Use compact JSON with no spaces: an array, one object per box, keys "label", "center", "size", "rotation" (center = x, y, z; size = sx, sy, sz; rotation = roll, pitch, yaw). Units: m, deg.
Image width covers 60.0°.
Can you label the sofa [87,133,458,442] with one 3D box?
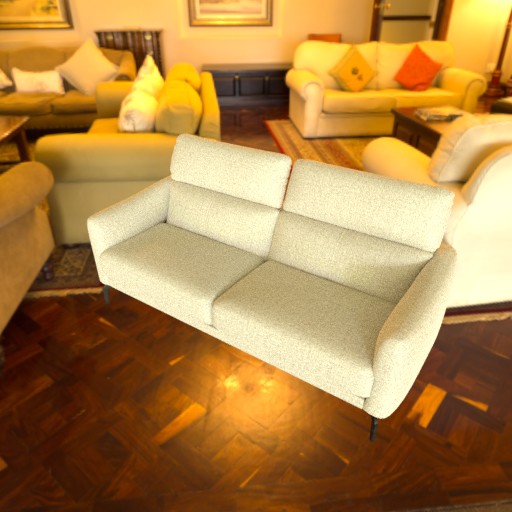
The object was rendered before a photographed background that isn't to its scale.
[{"label":"sofa","center":[0.000,0.000,2.509],"size":[2.015,0.956,0.856],"rotation":[19,36,29]}]
